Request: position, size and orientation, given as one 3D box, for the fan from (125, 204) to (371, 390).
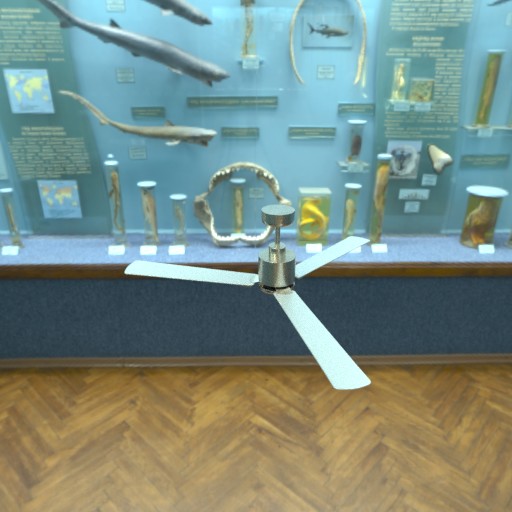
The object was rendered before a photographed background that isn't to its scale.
[{"bbox_3d":[0.000,0.000,2.293,1.531,0.446,1.561,0,24,0],"label":"fan"}]
